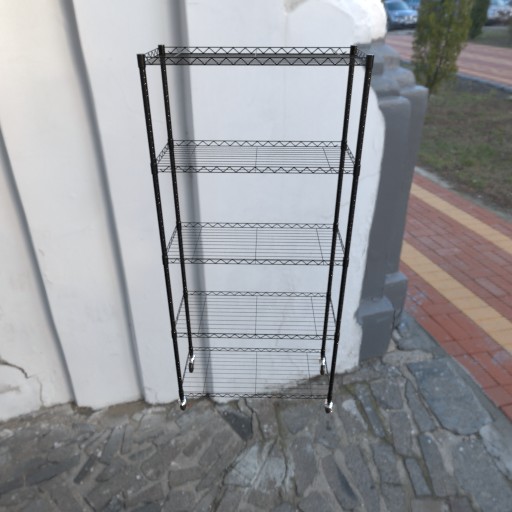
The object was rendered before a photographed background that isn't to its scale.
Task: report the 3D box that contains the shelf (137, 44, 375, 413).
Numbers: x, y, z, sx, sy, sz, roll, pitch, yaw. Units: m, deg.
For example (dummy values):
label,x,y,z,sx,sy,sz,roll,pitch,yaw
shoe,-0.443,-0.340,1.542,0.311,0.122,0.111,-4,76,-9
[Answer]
label,x,y,z,sx,sy,sz,roll,pitch,yaw
shelf,0.000,0.000,1.937,0.762,1.645,0.356,1,30,1
